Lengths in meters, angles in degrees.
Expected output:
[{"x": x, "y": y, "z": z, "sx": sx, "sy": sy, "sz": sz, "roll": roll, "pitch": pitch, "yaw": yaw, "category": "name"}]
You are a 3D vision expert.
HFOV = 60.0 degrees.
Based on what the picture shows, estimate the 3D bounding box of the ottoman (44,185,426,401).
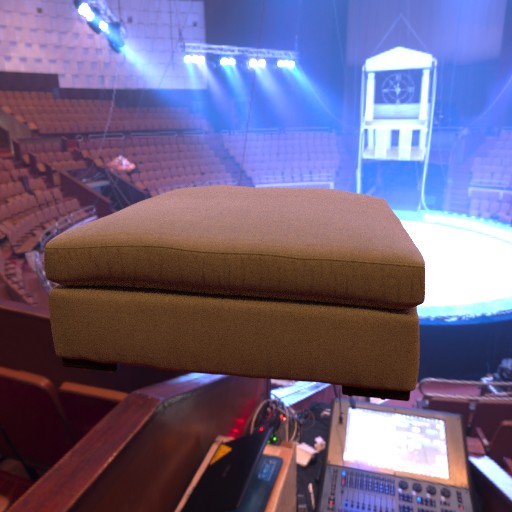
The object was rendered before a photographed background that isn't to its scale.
[{"x": 0.000, "y": 0.000, "z": 1.843, "sx": 1.171, "sy": 0.517, "sz": 1.203, "roll": 3, "pitch": 16, "yaw": 10, "category": "ottoman"}]
